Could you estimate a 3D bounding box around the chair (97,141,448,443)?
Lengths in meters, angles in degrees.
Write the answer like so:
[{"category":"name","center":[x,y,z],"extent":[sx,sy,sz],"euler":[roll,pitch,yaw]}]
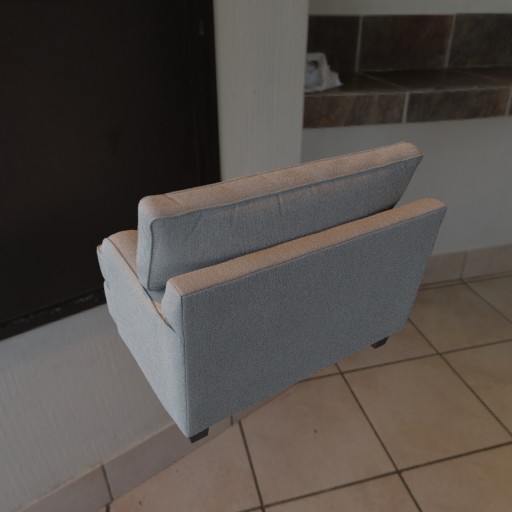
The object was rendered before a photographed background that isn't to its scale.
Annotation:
[{"category":"chair","center":[0.000,0.000,2.027],"extent":[1.220,1.016,1.041],"euler":[-18,34,-28]}]
